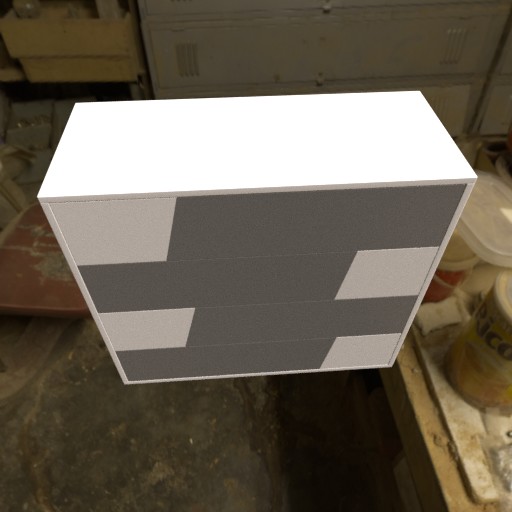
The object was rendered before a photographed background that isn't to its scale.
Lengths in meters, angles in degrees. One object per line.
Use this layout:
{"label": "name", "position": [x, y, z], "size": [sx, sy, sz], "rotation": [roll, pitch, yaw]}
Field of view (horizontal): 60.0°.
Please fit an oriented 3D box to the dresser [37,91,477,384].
{"label": "dresser", "position": [0.000, 0.000, 1.624], "size": [1.100, 1.000, 0.460], "rotation": [-3, 47, -3]}
